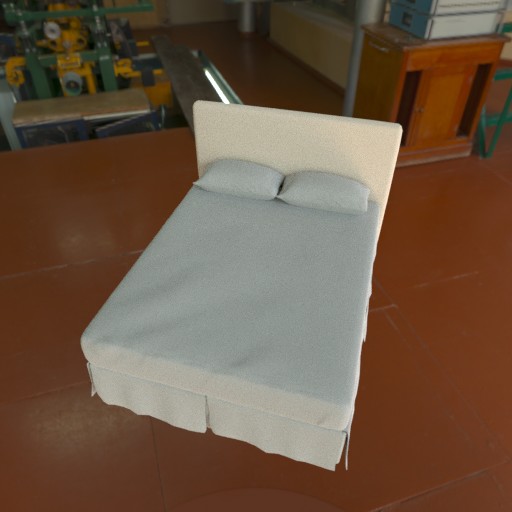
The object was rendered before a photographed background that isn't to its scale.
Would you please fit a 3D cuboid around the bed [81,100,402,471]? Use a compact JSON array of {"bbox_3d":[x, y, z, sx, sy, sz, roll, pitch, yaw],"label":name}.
[{"bbox_3d":[0.000,0.000,3.178,1.748,1.330,2.142,11,42,12],"label":"bed"}]
